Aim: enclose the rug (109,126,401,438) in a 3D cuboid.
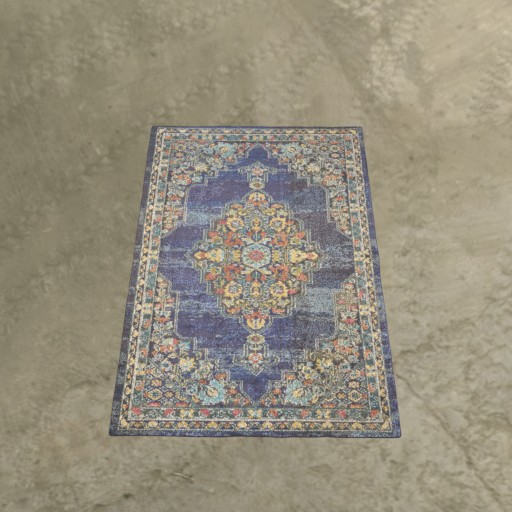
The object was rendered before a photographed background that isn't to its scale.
[{"bbox_3d":[0.000,0.000,2.936,1.630,0.009,2.232,0,64,0],"label":"rug"}]
